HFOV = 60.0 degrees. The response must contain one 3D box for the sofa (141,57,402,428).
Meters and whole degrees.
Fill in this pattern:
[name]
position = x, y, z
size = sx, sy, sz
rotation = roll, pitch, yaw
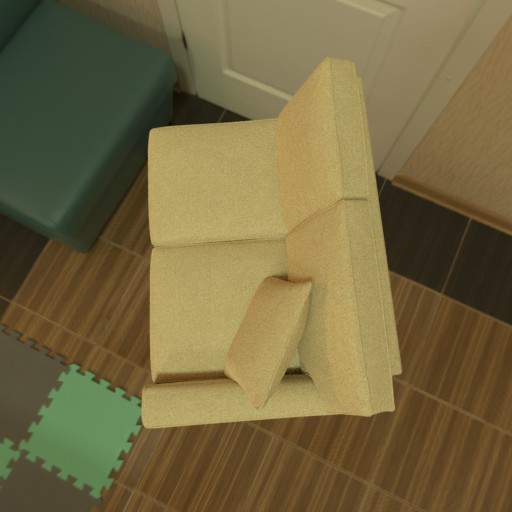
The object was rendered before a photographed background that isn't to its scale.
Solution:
[sofa]
position = 0.000, 0.000, 2.017
size = 0.991, 0.989, 1.388
rotation = -3, 76, -1
